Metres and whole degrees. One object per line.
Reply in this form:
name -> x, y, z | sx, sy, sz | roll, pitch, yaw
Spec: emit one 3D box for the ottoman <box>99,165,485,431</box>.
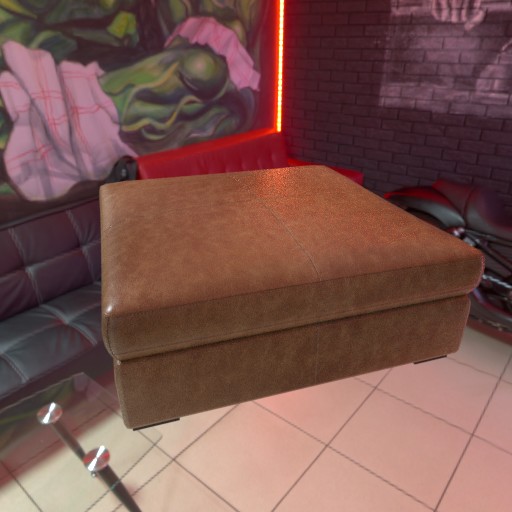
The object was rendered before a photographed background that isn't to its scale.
ottoman -> 0.000, 0.000, 1.801 | 1.169, 0.483, 1.168 | -8, 27, -16
